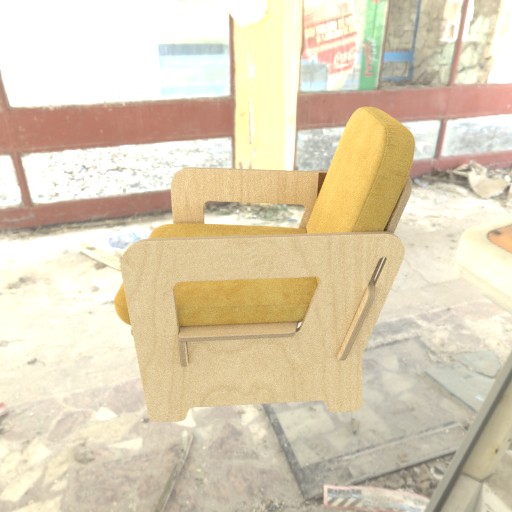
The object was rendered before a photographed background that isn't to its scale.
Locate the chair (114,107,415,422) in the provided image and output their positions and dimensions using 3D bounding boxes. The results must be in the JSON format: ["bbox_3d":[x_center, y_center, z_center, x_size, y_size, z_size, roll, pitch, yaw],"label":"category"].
[{"bbox_3d":[0.000,0.000,1.288,0.710,0.800,0.590,1,27,1],"label":"chair"}]
